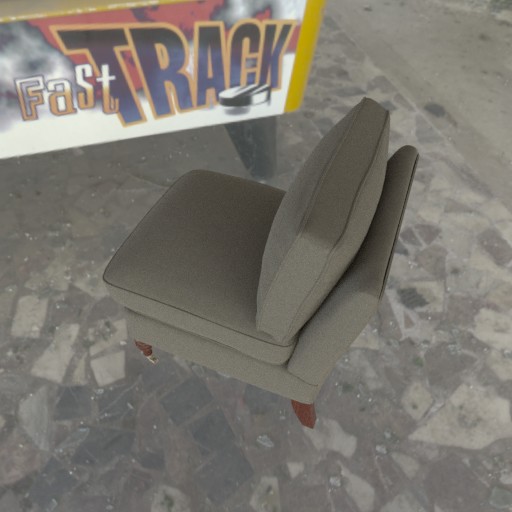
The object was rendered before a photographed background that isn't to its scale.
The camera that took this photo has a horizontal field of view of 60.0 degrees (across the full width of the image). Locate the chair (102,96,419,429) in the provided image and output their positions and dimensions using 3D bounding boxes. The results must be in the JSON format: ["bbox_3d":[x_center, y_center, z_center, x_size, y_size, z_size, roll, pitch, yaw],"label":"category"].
[{"bbox_3d":[0.000,0.000,1.665,0.924,1.045,0.724,16,50,15],"label":"chair"}]
